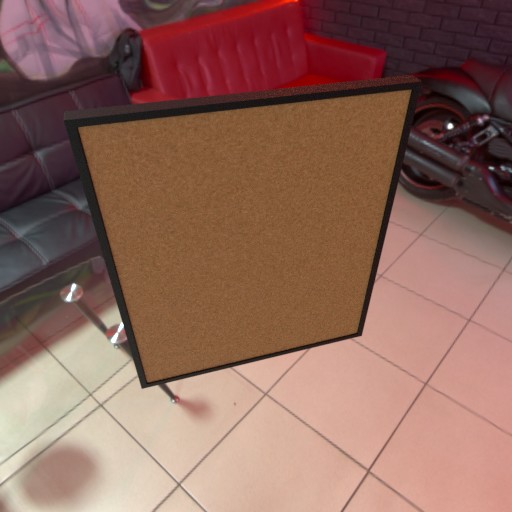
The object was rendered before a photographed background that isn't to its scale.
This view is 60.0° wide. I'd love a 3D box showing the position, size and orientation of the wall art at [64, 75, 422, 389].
[{"bbox_3d":[0.000,0.000,0.524,0.330,0.381,0.019,-11,41,-12],"label":"wall art"}]
